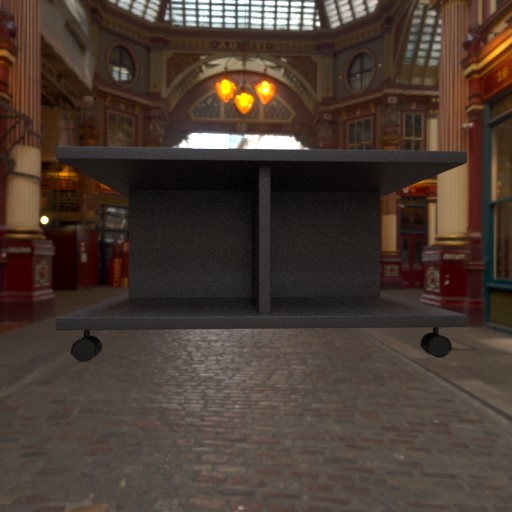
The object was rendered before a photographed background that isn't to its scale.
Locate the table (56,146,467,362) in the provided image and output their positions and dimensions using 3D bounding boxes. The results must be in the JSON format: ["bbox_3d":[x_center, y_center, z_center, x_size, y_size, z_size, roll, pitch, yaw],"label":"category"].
[{"bbox_3d":[0.000,0.000,1.198,0.762,0.396,0.762,0,0,-3],"label":"table"}]
